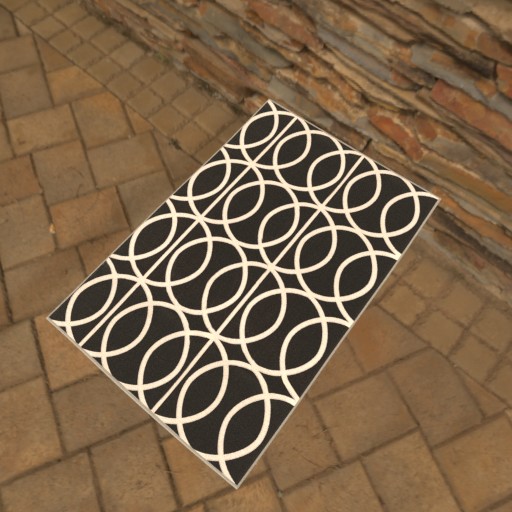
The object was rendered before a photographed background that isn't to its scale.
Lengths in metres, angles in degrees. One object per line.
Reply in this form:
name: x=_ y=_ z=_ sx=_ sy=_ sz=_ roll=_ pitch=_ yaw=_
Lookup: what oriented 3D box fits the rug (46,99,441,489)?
rug: x=0.000 y=0.000 z=2.917 sx=1.528 sy=0.014 sz=2.294 roll=35 pitch=70 yaw=15
